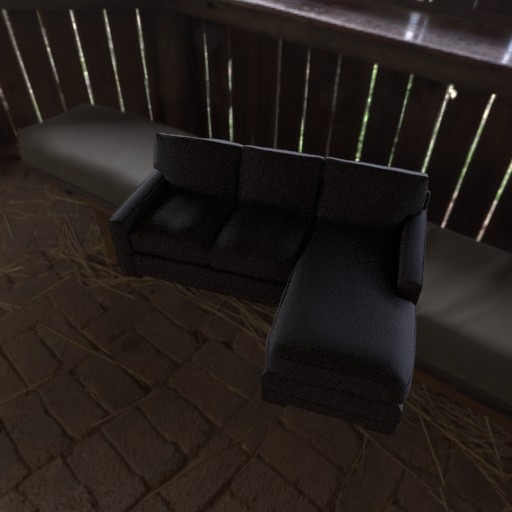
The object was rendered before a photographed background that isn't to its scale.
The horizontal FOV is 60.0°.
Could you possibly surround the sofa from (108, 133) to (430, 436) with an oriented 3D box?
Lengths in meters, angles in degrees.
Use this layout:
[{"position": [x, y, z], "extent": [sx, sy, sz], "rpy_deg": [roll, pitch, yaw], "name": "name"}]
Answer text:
[{"position": [0.000, 0.000, 3.314], "extent": [2.370, 0.973, 1.790], "rpy_deg": [12, 43, 13], "name": "sofa"}]
